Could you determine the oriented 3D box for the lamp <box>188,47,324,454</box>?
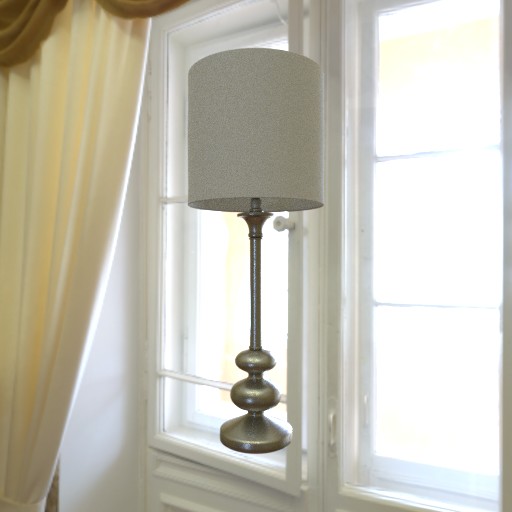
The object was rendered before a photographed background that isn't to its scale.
[{"bbox_3d":[0.000,0.000,0.835,0.254,0.690,0.254,0,0,-19],"label":"lamp"}]
